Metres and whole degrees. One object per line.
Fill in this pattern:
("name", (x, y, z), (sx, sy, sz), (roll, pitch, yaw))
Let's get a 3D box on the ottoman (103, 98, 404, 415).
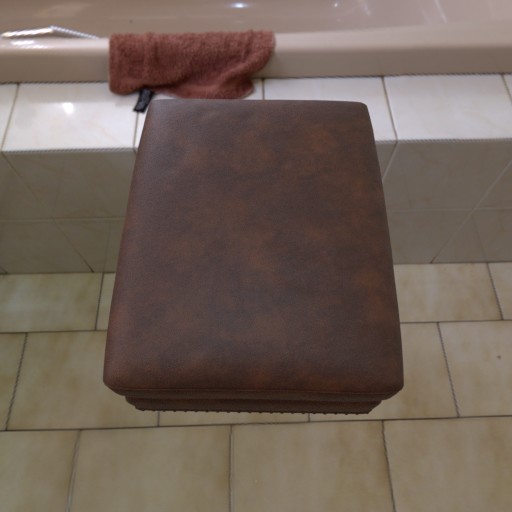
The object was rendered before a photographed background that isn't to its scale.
("ottoman", (0.000, 0.000, 1.138), (0.586, 0.486, 0.742), (1, 63, 0))
